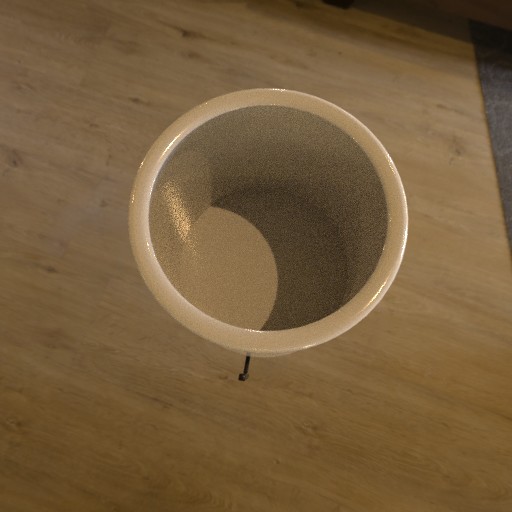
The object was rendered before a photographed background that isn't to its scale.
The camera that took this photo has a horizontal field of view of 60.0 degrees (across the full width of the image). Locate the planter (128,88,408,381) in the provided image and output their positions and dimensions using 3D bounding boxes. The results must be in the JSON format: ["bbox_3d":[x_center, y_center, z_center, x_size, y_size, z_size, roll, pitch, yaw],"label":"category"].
[{"bbox_3d":[0.000,0.000,0.649,0.308,0.431,0.307,35,78,9],"label":"planter"}]
